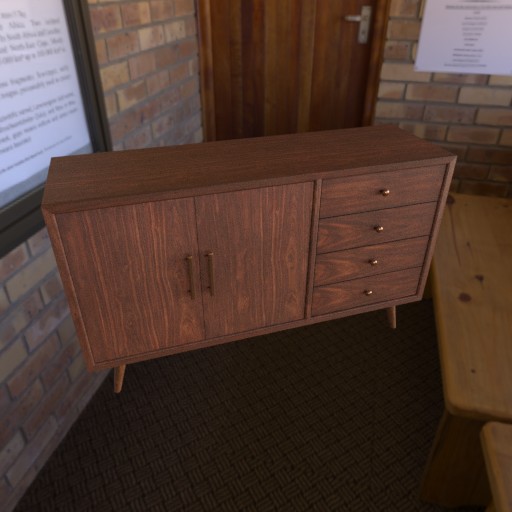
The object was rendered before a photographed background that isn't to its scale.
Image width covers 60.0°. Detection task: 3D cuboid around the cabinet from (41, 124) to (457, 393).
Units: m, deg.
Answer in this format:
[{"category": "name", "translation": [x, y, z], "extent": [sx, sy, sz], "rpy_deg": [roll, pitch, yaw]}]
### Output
[{"category": "cabinet", "translation": [0.000, 0.000, 2.038], "extent": [1.575, 0.940, 0.505], "rpy_deg": [-10, 33, -15]}]
